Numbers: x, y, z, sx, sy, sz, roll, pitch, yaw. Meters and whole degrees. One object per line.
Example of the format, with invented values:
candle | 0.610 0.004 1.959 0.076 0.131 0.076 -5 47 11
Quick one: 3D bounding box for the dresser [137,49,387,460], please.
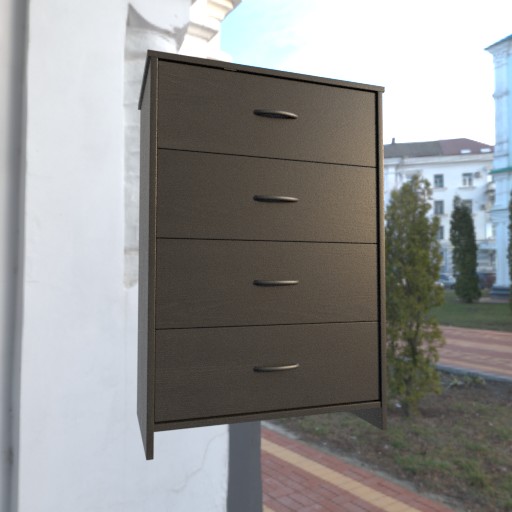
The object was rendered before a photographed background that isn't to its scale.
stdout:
dresser | 0.000 0.000 1.381 0.700 1.020 0.398 1 -3 -18
